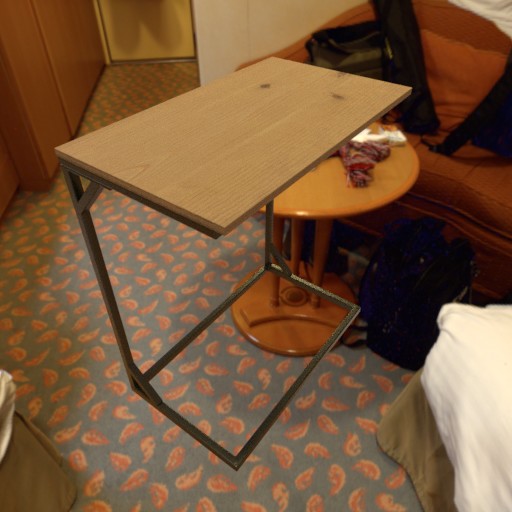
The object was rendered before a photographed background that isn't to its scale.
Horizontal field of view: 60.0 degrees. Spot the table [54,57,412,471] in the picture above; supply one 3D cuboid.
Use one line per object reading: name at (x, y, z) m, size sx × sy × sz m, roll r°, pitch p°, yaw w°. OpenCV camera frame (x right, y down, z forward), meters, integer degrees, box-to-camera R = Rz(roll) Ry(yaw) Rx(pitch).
table at (0.000, 0.000, 1.020) m, size 0.351 × 0.673 × 0.597 m, roll 26°, pitch 47°, yaw 27°
